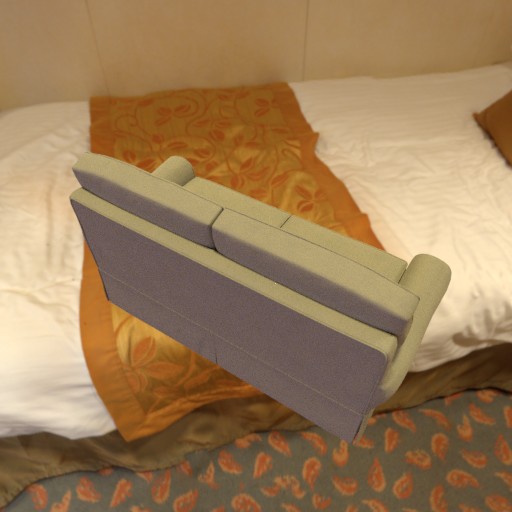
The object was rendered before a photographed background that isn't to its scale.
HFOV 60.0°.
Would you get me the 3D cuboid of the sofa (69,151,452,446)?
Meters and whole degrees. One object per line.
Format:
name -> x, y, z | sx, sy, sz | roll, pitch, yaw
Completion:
sofa -> 0.000, 0.000, 2.329 | 1.823, 1.024, 0.841 | 25, 51, 22
